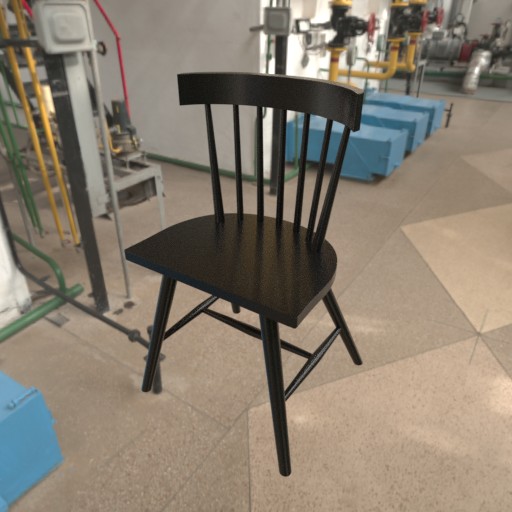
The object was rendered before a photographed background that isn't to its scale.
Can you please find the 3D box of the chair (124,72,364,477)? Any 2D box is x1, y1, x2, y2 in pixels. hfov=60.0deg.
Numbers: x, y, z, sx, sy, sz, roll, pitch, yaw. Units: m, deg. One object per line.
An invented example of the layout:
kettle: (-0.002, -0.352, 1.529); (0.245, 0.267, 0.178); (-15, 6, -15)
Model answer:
chair: (0.000, 0.000, 1.148); (0.506, 0.844, 0.483); (19, 35, 29)
